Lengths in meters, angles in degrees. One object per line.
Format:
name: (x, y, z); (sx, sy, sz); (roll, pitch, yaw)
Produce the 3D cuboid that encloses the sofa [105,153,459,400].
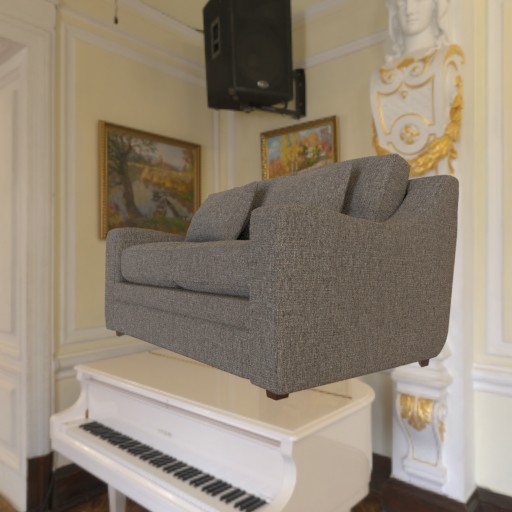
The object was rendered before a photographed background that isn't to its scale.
sofa: (0.000, 0.000, 2.428); (1.120, 0.991, 1.778); (0, 0, -37)
